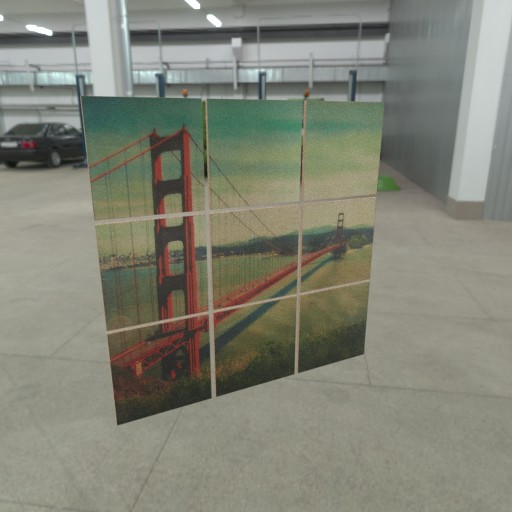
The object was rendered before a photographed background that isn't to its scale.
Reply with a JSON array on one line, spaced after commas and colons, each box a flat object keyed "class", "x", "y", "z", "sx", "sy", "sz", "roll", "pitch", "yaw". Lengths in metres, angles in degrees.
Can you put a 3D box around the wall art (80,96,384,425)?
[{"class": "wall art", "x": 0.000, "y": 0.000, "z": 1.366, "sx": 0.917, "sy": 0.910, "sz": 0.012, "roll": -8, "pitch": 19, "yaw": -25}]
